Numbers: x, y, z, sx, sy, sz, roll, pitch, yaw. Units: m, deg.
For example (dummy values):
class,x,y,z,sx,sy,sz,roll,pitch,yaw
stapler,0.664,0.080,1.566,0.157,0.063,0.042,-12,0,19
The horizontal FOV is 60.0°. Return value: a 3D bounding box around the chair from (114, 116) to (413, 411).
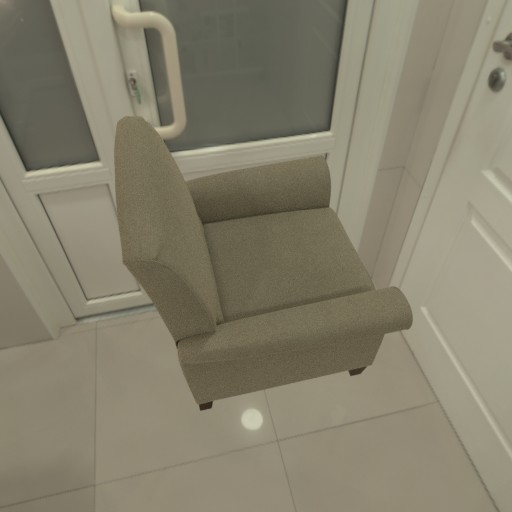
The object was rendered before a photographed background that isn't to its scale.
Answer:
class,x,y,z,sx,sy,sz,roll,pitch,yaw
chair,0.000,0.000,1.811,0.905,1.061,0.978,-10,48,-9
